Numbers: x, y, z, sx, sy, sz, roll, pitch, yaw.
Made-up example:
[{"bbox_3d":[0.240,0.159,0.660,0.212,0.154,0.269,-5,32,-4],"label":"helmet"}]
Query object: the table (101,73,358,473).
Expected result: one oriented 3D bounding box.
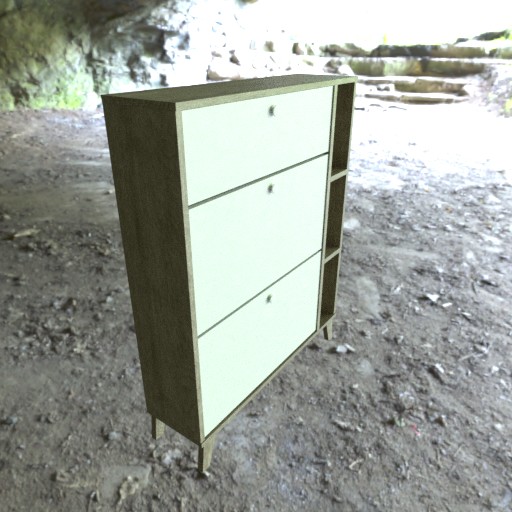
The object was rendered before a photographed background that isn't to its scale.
[{"bbox_3d":[0.000,0.000,1.562,0.256,1.135,0.902,18,31,32],"label":"table"}]
